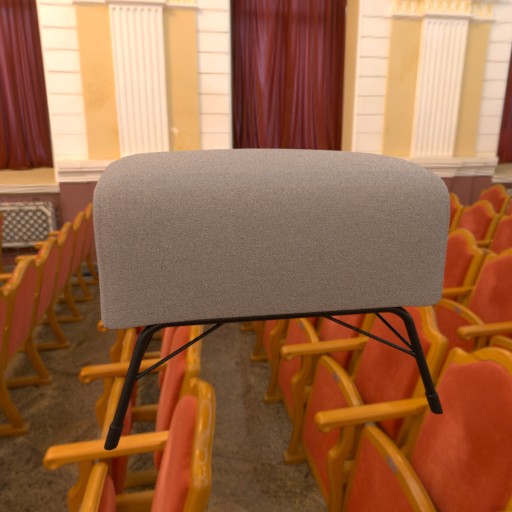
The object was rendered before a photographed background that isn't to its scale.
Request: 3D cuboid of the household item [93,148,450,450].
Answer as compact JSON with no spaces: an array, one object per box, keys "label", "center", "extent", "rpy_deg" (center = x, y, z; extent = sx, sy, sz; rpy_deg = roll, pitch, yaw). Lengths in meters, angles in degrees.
[{"label":"household item","center":[0.000,0.000,0.871],"extent":[0.530,0.410,0.530],"rpy_deg":[-3,15,-9]}]
